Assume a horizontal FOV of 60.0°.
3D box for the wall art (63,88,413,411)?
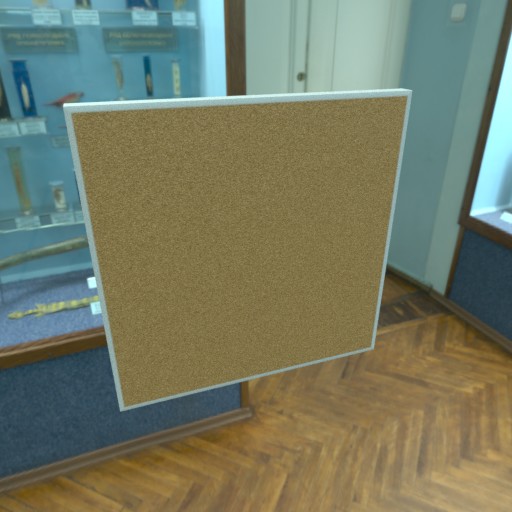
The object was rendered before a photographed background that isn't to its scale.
[{"bbox_3d":[0.000,0.000,1.119,0.768,0.765,0.041,-9,28,-17],"label":"wall art"}]
